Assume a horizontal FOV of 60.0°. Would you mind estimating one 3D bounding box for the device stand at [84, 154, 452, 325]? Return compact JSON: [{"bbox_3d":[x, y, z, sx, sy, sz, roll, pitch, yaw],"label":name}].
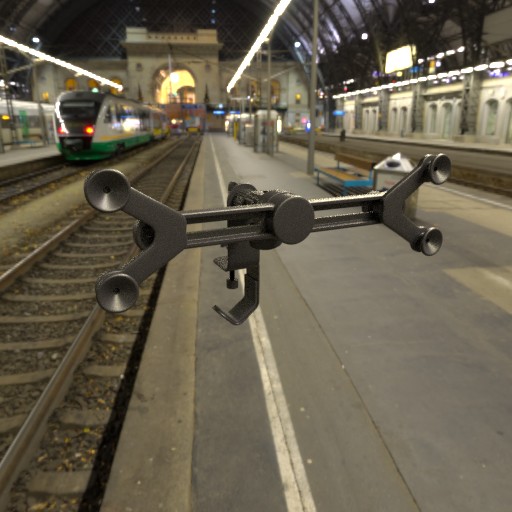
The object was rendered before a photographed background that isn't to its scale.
[{"bbox_3d":[0.000,0.000,0.366,0.270,0.166,0.142,-8,19,-26],"label":"device stand"}]
